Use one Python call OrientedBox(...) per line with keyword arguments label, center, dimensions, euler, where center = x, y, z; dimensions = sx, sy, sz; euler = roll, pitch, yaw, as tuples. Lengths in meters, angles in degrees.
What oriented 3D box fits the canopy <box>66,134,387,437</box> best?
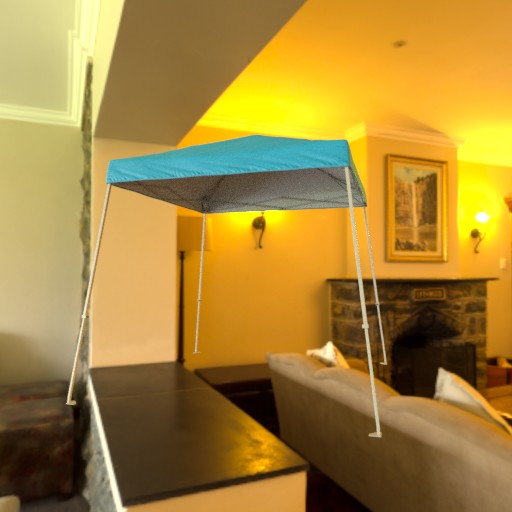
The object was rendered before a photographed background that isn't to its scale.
OrientedBox(label="canopy", center=(0.000, 0.000, 5.149), dimensions=(2.849, 2.850, 2.850), euler=(-1, -2, 17))
